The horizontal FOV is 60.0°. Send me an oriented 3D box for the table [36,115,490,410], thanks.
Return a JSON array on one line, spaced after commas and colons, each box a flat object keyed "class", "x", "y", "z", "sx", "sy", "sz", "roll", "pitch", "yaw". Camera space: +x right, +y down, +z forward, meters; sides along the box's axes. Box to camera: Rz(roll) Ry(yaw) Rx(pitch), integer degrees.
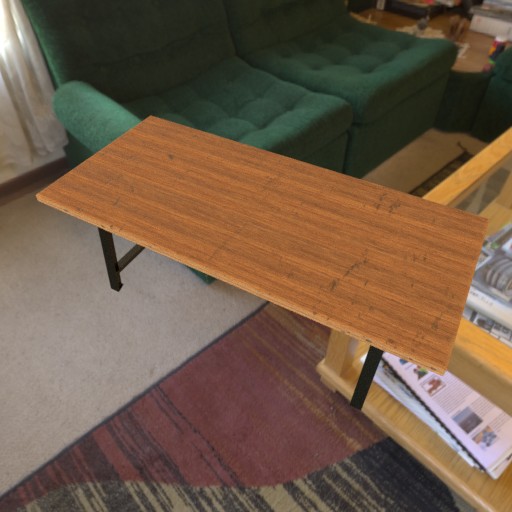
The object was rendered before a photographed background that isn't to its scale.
[{"class": "table", "x": 0.000, "y": 0.000, "z": 2.620, "sx": 2.200, "sy": 0.757, "sz": 1.000, "roll": 22, "pitch": 50, "yaw": 20}]
